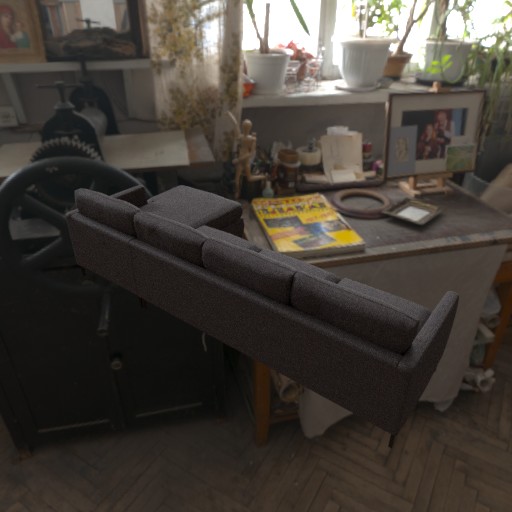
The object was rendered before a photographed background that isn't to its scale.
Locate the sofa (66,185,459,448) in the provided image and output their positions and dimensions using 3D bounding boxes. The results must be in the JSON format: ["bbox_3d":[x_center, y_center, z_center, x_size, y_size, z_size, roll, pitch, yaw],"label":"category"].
[{"bbox_3d":[0.000,0.000,3.728,3.221,0.892,1.483,21,37,31],"label":"sofa"}]
